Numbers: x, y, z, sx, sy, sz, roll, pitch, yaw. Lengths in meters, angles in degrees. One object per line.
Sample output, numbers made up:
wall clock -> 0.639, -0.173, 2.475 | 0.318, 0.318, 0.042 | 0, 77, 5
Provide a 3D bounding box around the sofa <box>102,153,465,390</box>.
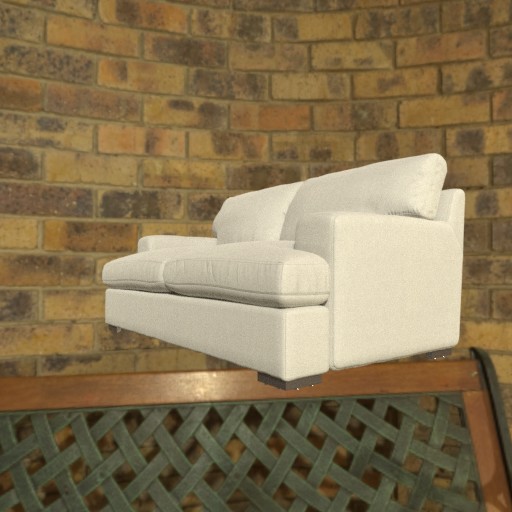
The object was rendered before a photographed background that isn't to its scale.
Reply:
sofa -> 0.000, 0.000, 2.467 | 1.143, 0.940, 1.880 | 1, -2, -37
